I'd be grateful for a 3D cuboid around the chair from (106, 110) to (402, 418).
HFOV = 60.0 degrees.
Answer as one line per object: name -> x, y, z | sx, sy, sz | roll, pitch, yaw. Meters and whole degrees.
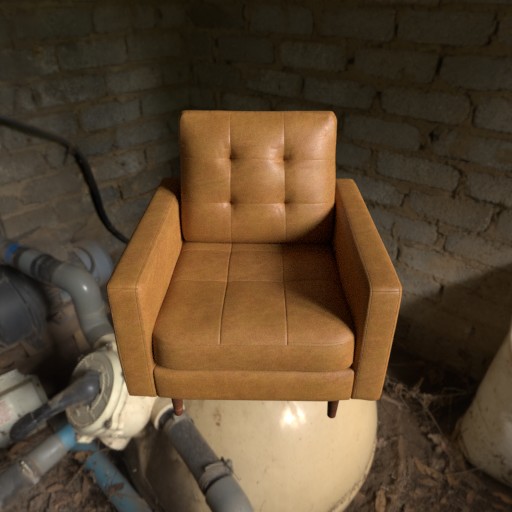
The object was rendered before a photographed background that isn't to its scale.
chair -> 0.000, 0.000, 1.590 | 0.831, 0.896, 0.868 | 1, 31, 1
